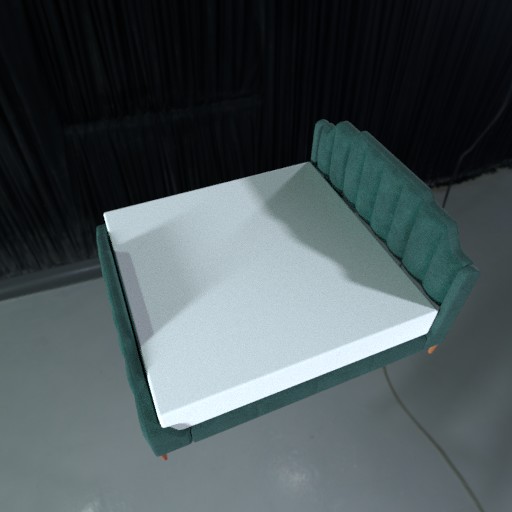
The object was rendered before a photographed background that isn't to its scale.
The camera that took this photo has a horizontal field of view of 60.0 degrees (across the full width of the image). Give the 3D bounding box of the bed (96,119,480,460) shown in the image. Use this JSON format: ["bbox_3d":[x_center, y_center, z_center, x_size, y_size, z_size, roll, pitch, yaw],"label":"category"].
[{"bbox_3d":[0.000,0.000,3.516,2.340,1.245,2.074,-17,49,-15],"label":"bed"}]
